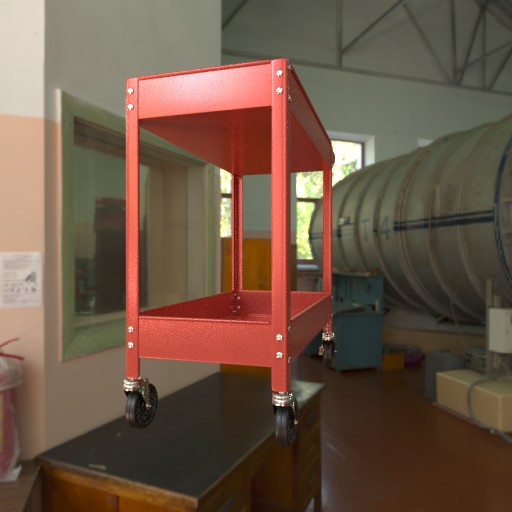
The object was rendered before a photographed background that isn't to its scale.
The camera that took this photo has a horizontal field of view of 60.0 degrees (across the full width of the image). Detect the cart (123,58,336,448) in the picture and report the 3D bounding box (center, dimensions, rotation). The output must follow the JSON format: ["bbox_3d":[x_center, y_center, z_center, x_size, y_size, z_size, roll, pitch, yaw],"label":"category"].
[{"bbox_3d":[0.000,0.000,1.212,0.366,0.719,0.779,0,0,17],"label":"cart"}]
